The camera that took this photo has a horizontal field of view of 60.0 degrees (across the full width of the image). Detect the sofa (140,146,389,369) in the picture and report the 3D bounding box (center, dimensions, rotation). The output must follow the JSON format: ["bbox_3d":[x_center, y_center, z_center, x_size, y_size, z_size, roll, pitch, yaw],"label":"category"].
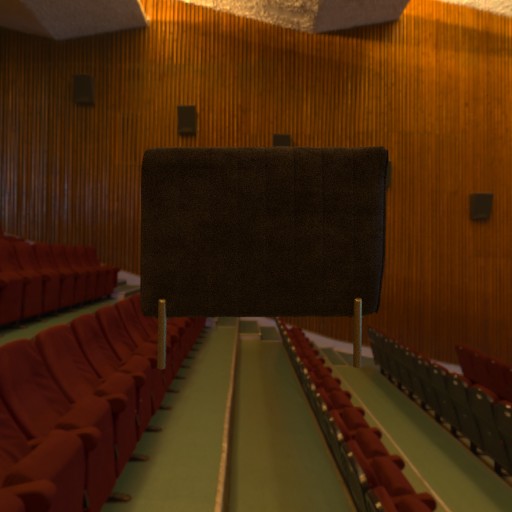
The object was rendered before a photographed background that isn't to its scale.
[{"bbox_3d":[0.000,0.000,2.486,0.876,0.780,1.980,0,0,-2],"label":"sofa"}]
